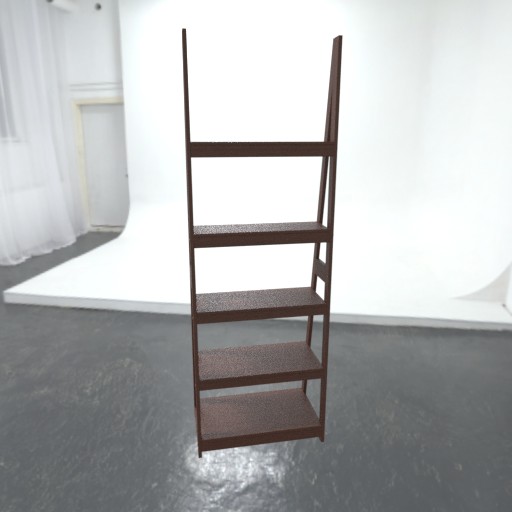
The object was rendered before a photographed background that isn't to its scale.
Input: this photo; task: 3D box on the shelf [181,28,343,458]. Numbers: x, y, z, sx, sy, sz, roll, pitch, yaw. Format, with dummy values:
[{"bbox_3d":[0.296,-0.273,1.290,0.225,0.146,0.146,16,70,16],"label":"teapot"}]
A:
[{"bbox_3d":[0.000,0.000,1.997,0.600,1.770,0.350,-3,15,-10],"label":"shelf"}]
